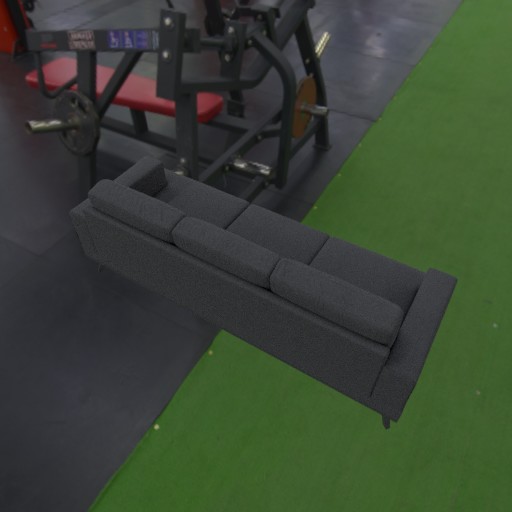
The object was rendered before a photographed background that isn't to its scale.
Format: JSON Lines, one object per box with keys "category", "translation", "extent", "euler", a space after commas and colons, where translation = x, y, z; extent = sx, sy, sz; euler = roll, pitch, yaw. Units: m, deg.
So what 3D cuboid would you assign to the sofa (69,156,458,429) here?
{"category": "sofa", "translation": [0.000, 0.000, 2.835], "extent": [2.310, 0.810, 0.920], "euler": [24, 51, 21]}
